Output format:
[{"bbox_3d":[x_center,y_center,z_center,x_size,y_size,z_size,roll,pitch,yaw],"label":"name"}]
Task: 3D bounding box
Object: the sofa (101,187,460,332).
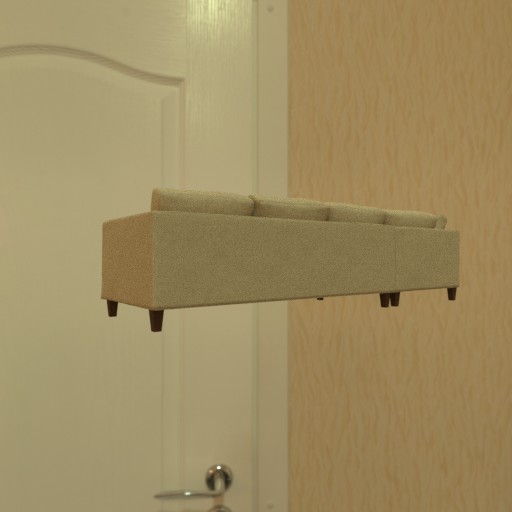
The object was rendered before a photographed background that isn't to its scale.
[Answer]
[{"bbox_3d":[0.000,0.000,4.355,3.182,0.863,2.432,0,0,-36],"label":"sofa"}]
